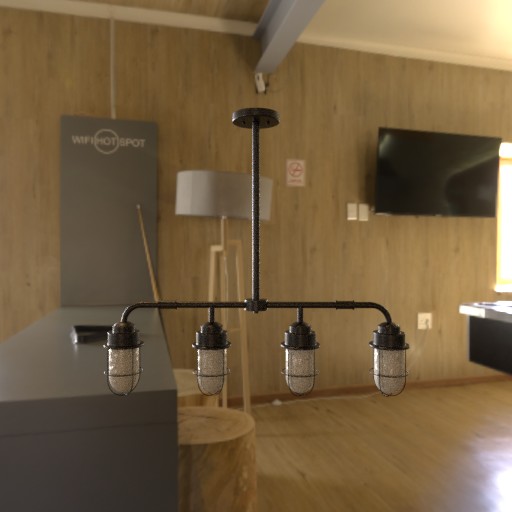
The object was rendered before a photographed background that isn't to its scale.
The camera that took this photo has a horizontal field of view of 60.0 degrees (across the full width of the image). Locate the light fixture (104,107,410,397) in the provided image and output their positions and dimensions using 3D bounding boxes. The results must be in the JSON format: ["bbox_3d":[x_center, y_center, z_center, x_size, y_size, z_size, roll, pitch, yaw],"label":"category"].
[{"bbox_3d":[0.000,0.000,1.241,0.852,0.785,0.131,0,1,1],"label":"light fixture"}]
